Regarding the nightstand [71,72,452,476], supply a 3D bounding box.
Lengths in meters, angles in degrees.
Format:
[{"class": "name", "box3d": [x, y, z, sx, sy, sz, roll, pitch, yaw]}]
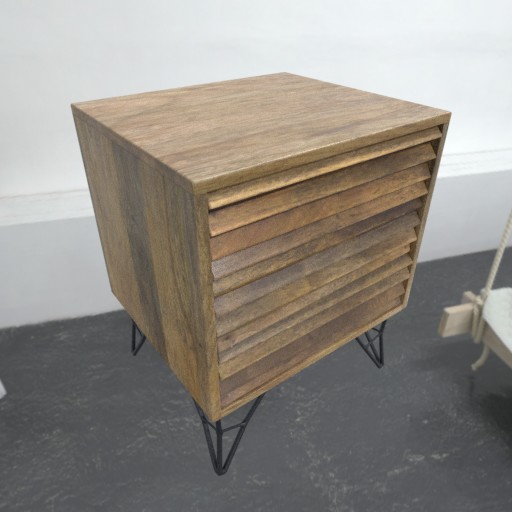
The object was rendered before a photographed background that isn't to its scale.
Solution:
[{"class": "nightstand", "box3d": [0.000, 0.000, 0.852, 0.457, 0.559, 0.406, -22, 39, -30]}]
